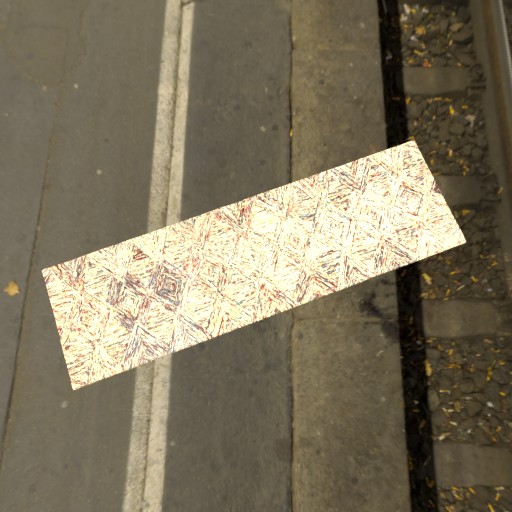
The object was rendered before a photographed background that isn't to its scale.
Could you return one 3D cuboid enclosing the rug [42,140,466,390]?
[{"bbox_3d":[0.000,0.000,2.486,2.292,0.015,0.688,-20,76,-5],"label":"rug"}]
